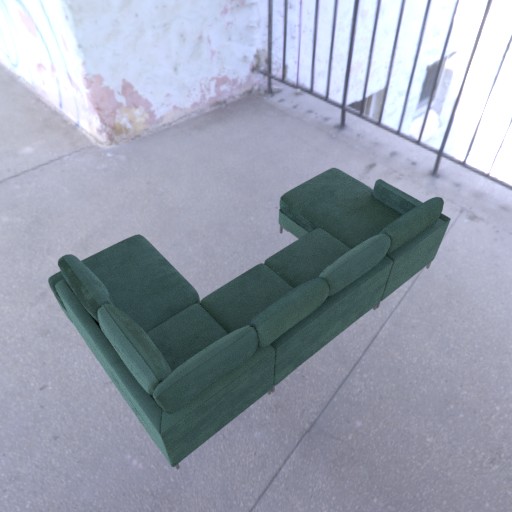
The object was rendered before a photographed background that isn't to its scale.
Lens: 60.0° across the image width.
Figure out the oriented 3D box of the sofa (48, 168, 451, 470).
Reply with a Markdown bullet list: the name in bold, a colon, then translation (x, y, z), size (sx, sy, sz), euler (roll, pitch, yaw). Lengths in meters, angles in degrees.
- **sofa**: translation (0.000, 0.000, 4.383), size (3.434, 0.992, 2.055), euler (-31, 53, -27)
